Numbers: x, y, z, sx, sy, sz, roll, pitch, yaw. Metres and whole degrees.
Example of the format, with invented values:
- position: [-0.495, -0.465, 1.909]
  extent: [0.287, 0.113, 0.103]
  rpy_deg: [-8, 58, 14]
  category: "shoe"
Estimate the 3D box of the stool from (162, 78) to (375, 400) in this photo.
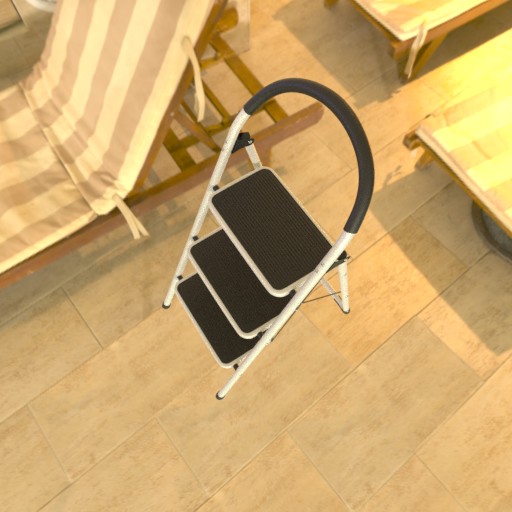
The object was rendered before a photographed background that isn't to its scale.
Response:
- position: [0.000, 0.000, 1.435]
  extent: [0.676, 1.109, 0.485]
  rpy_deg: [-31, 69, -13]
  category: "stool"
